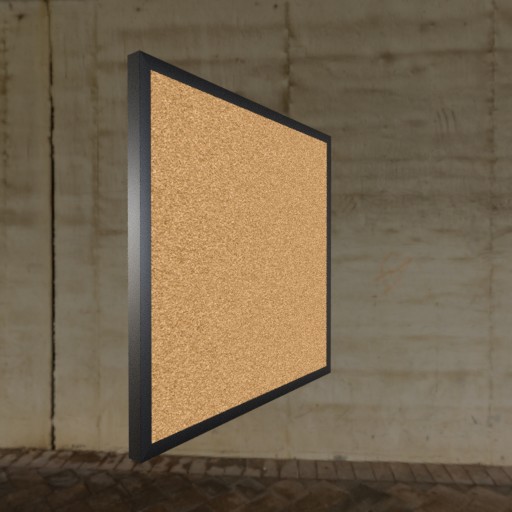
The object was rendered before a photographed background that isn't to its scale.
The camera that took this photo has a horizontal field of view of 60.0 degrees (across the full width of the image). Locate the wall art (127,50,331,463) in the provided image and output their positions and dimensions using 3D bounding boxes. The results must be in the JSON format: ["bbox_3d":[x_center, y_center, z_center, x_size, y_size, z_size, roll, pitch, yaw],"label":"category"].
[{"bbox_3d":[0.000,0.000,1.123,0.036,0.755,0.756,0,1,37],"label":"wall art"}]
